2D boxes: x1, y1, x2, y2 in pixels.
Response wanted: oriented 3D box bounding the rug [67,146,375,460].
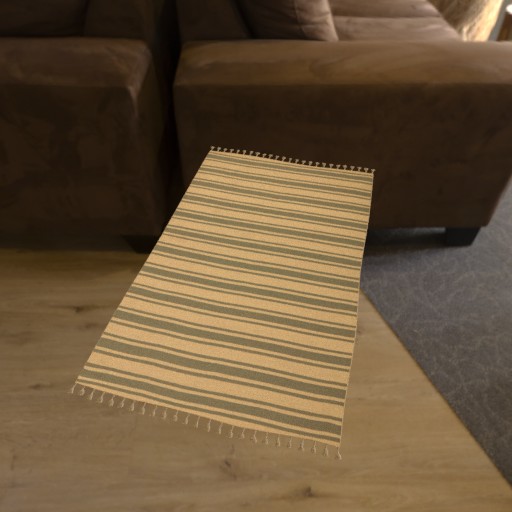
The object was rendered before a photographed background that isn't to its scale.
[{"bbox_3d":[0.000,0.000,2.567,1.222,0.009,2.084,10,47,10],"label":"rug"}]
